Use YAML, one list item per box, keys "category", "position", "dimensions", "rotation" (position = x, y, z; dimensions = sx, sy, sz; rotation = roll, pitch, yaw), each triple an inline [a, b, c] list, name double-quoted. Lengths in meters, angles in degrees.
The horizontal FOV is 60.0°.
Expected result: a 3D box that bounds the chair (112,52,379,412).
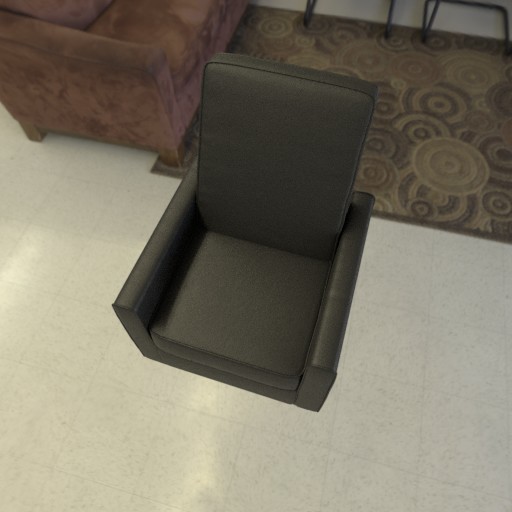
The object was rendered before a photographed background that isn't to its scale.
- category: "chair"
  position: [0.000, 0.000, 1.525]
  dimensions: [0.705, 1.013, 0.746]
  rotation: [15, 60, 9]
